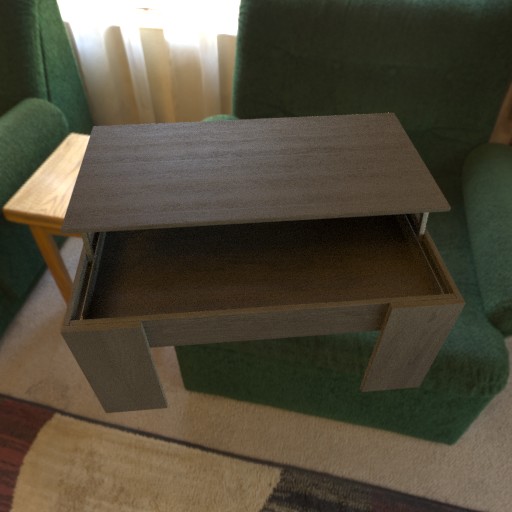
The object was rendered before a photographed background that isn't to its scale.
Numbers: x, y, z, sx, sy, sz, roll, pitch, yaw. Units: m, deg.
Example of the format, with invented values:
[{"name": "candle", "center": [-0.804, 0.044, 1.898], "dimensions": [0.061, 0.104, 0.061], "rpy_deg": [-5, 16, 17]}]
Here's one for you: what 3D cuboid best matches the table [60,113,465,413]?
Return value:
[{"name": "table", "center": [0.000, 0.000, 1.431], "dimensions": [1.000, 0.570, 0.711], "rpy_deg": [-4, 47, -3]}]
